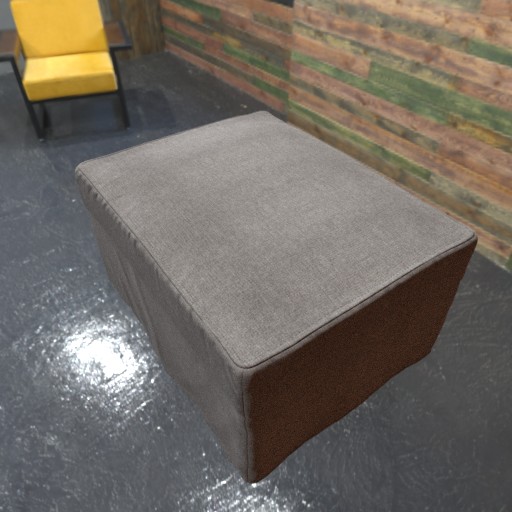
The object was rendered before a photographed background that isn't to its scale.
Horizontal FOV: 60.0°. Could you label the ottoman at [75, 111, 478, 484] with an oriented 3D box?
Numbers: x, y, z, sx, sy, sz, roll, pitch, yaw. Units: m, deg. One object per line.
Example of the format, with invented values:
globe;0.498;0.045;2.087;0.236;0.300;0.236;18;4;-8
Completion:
ottoman;0.000;0.000;1.210;0.652;0.492;0.833;-26;48;-26
